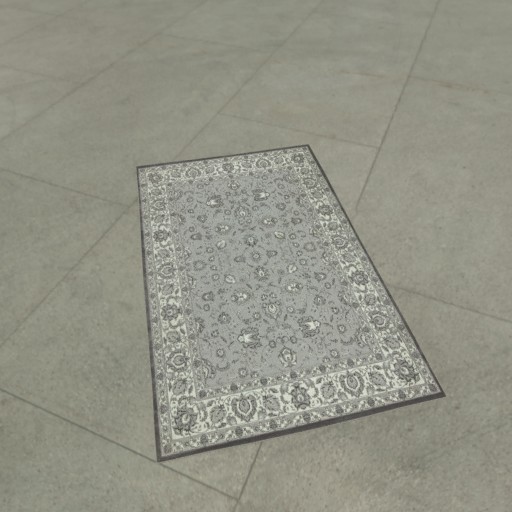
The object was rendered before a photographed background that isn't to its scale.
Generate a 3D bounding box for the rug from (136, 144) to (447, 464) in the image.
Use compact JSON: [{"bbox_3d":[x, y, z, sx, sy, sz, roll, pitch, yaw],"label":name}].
[{"bbox_3d":[0.000,0.000,3.015,1.524,0.011,2.438,-9,48,-9],"label":"rug"}]
